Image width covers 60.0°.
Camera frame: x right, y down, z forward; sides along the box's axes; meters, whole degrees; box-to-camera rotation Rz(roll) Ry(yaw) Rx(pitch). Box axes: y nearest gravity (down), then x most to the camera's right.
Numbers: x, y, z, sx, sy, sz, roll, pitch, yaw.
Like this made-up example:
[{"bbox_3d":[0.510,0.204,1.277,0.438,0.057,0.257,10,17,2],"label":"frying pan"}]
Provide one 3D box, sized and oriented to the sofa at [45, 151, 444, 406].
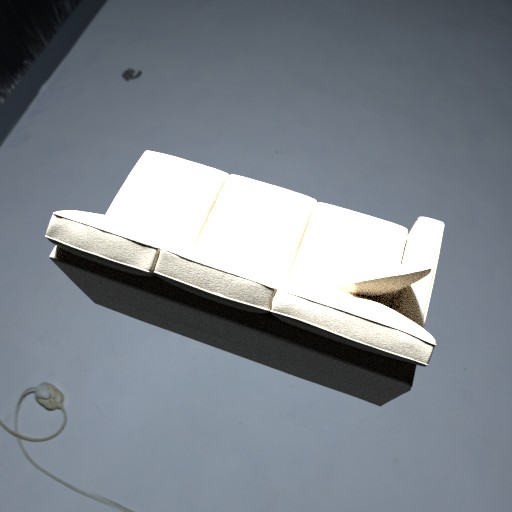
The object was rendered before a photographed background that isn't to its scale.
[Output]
[{"bbox_3d":[0.000,0.000,2.631,1.962,0.946,1.034,18,65,9],"label":"sofa"}]
